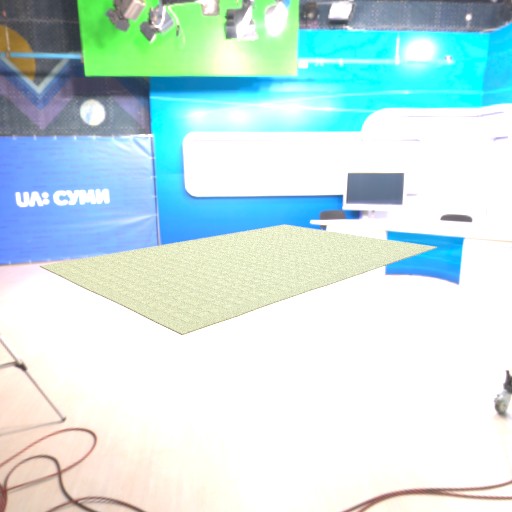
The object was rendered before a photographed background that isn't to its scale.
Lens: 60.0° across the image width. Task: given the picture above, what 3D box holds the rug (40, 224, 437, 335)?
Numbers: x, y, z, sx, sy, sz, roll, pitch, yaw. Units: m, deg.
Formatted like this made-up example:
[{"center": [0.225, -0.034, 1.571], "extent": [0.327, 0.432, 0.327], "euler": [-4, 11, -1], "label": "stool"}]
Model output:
[{"center": [0.000, 0.000, 2.292], "extent": [1.747, 0.006, 1.143], "euler": [-13, 18, -44], "label": "rug"}]
